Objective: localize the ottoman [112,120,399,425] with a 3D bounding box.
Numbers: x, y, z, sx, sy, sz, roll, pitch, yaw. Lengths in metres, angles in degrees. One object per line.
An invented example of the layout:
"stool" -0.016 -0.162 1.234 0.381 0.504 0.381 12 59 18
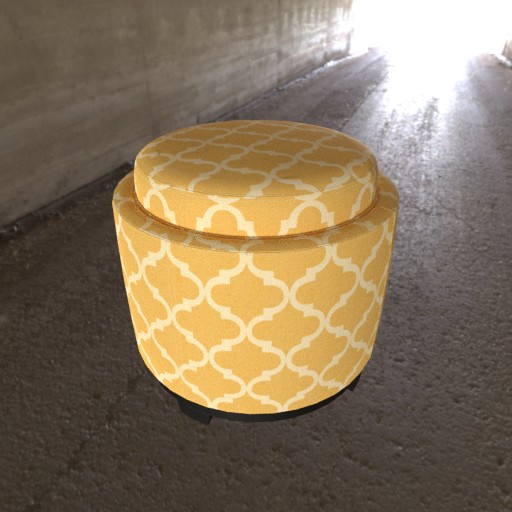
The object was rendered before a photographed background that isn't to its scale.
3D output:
"ottoman" 0.000 0.000 0.828 0.480 0.429 0.480 0 31 0
